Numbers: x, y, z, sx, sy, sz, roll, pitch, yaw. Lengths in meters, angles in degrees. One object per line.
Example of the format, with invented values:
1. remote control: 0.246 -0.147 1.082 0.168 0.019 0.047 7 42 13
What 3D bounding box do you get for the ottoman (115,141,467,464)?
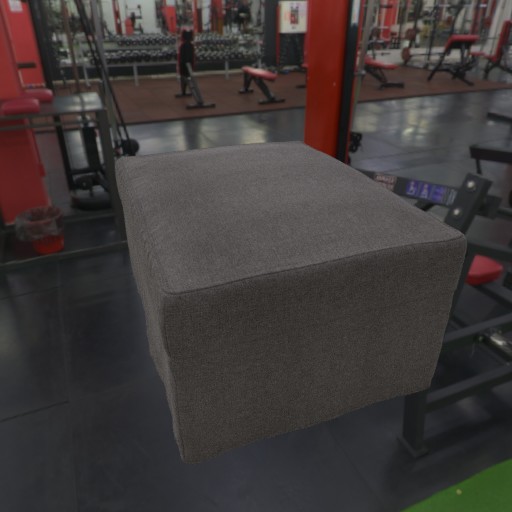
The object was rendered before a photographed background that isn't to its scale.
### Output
1. ottoman: 0.000 0.000 1.237 0.652 0.492 0.833 -11 31 -18
